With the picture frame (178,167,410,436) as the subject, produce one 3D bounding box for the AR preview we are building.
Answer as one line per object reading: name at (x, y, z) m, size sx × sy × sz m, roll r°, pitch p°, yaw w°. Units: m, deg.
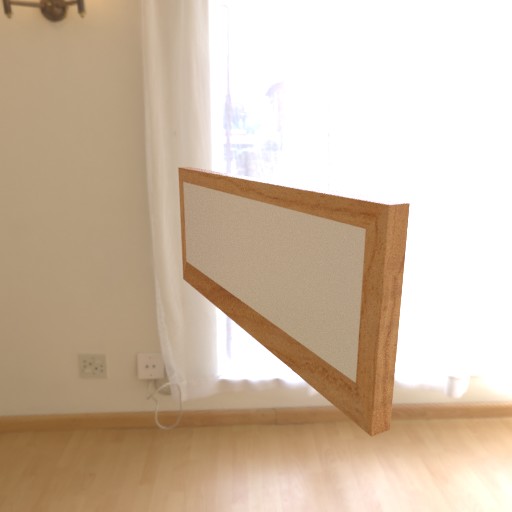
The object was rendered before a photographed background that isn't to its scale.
picture frame at (0.000, 0.000, 0.674) m, size 0.045 × 0.234 × 0.582 m, roll -8°, pitch 17°, yaw -27°
